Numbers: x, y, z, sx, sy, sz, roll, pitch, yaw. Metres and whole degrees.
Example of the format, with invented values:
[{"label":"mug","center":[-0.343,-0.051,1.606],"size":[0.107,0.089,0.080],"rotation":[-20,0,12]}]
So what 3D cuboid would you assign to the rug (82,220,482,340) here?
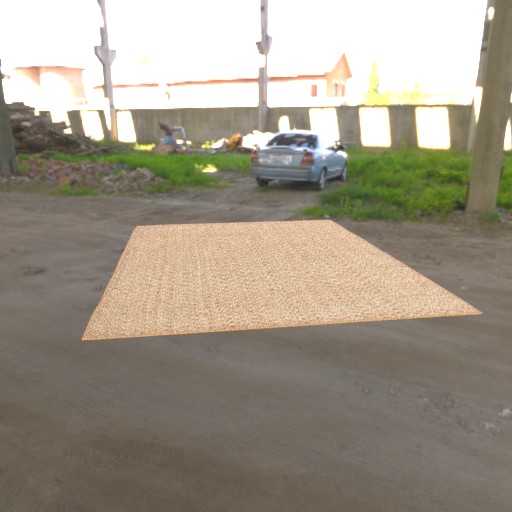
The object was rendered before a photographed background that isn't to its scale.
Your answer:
[{"label":"rug","center":[0.000,0.000,4.054],"size":[2.439,0.013,3.048],"rotation":[-2,16,-9]}]
